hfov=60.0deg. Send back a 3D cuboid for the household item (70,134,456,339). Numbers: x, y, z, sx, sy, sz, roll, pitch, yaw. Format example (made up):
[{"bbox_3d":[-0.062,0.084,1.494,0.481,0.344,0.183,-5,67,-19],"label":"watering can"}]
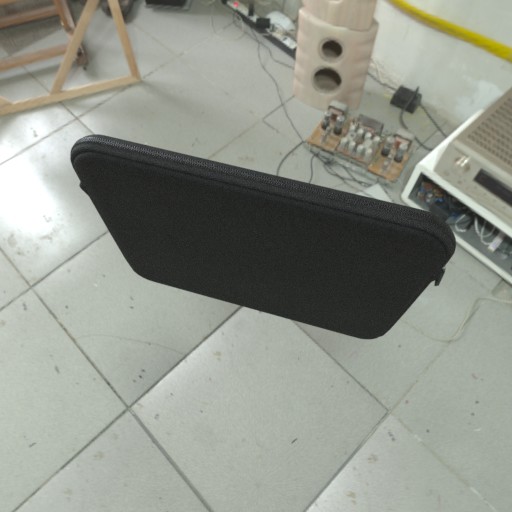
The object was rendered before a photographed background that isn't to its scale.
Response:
[{"bbox_3d":[0.000,0.000,0.530,0.396,0.305,0.030,15,63,7],"label":"household item"}]
